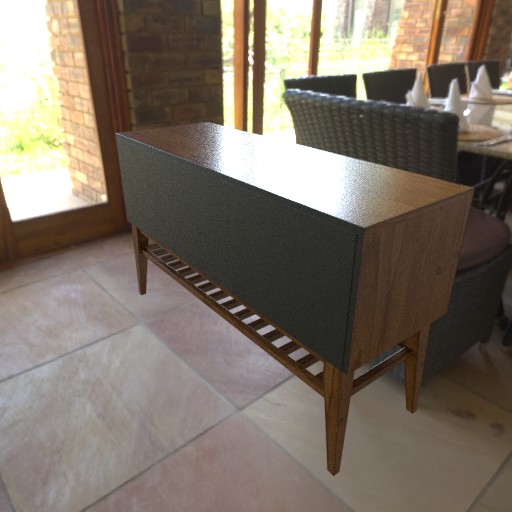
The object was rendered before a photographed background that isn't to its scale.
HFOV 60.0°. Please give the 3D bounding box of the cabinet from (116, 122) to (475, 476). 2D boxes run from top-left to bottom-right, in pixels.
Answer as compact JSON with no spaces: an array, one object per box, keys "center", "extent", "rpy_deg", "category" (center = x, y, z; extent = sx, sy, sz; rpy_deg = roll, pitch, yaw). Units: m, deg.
[{"center":[0.000,0.000,1.743],"extent":[0.477,0.802,1.363],"rpy_deg":[-19,32,-34],"category":"cabinet"}]
